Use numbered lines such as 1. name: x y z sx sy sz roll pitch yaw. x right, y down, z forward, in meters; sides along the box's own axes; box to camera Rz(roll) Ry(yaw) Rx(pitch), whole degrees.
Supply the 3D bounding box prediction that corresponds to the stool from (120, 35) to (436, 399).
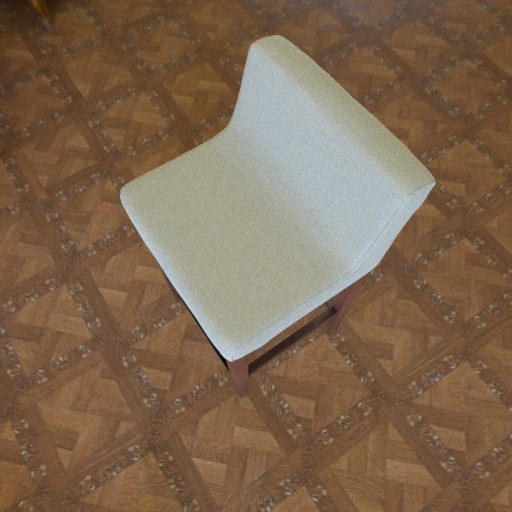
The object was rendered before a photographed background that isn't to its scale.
1. stool: 0.000 0.000 1.252 0.500 0.937 0.511 -32 68 -15
